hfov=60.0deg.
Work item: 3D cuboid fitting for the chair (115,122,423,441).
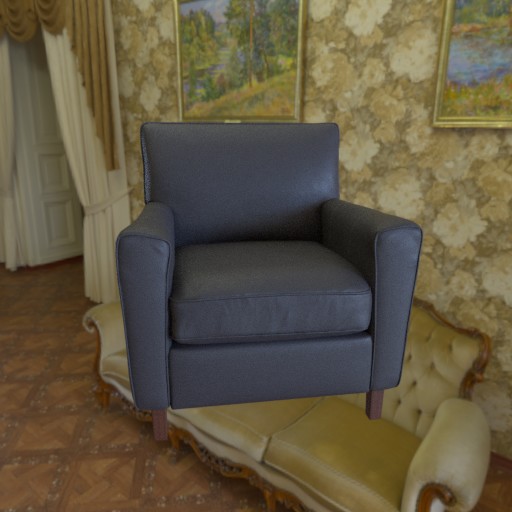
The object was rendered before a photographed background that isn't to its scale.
[{"bbox_3d":[0.000,0.000,1.607,0.870,0.943,0.825,-2,16,-8],"label":"chair"}]
